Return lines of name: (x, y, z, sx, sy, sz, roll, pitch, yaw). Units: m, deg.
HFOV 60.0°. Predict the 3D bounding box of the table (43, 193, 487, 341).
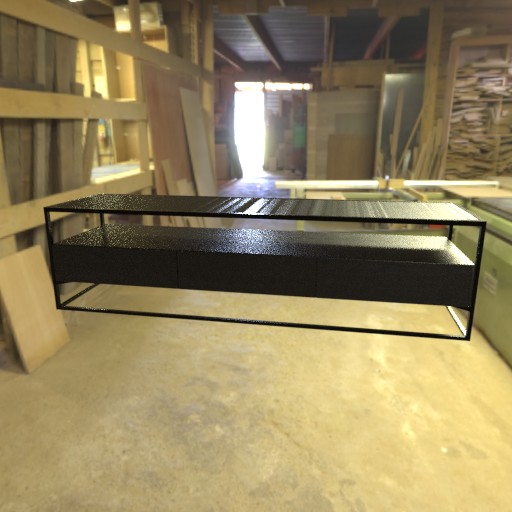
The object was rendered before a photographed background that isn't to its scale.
table: (0.000, 0.000, 1.702, 1.486, 0.395, 0.399, 3, 16, 10)
